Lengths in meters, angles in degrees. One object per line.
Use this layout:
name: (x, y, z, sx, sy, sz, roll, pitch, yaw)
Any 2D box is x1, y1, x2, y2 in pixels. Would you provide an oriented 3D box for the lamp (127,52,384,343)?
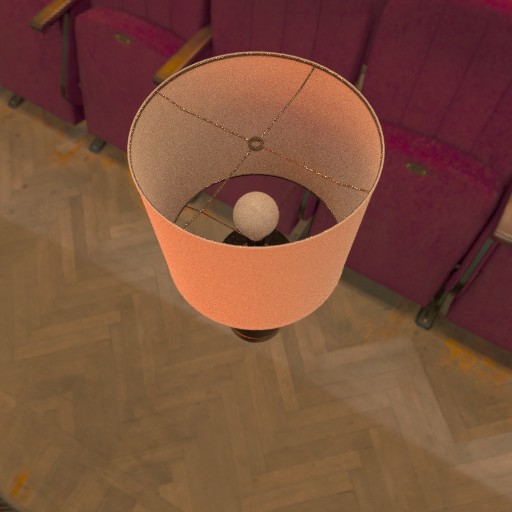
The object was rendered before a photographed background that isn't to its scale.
lamp: (0.000, 0.000, 0.631, 0.240, 0.482, 0.241, 29, 66, 14)
